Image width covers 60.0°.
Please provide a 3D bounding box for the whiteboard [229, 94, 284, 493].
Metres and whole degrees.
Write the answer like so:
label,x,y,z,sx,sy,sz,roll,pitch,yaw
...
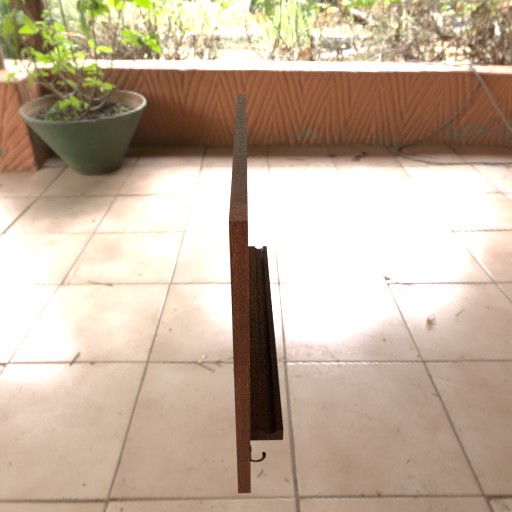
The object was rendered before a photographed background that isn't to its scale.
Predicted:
label,x,y,z,sx,sy,sz,roll,pitch,yaw
whiteboard,0.000,0.000,0.999,0.083,0.553,0.768,-1,31,-1
